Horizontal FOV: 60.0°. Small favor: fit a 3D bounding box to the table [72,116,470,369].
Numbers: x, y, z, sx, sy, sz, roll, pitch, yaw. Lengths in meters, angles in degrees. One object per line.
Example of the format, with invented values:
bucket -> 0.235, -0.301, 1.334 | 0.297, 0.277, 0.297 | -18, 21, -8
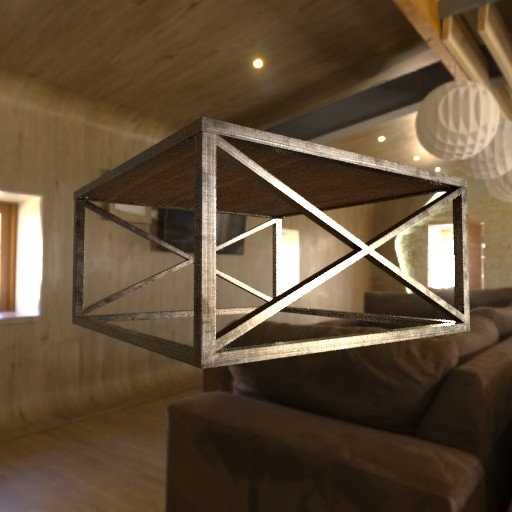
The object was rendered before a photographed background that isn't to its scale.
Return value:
table -> 0.000, 0.000, 1.419 | 0.899, 0.451, 0.909 | 2, -3, -36
